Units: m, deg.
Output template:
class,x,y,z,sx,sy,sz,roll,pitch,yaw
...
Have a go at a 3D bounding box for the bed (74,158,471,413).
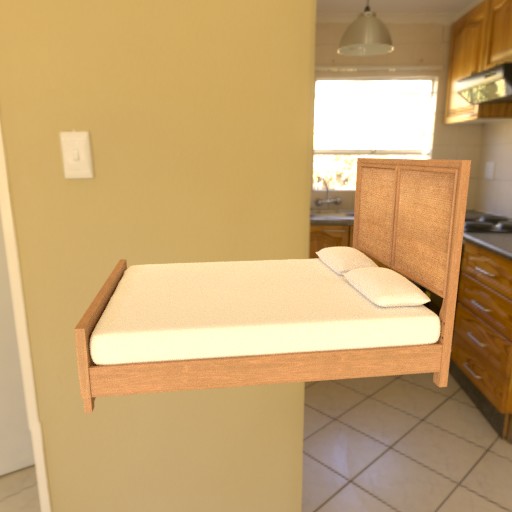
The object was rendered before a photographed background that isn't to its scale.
class,x,y,z,sx,sy,sz,roll,pitch,yaw
bed,0.000,0.000,3.242,2.184,1.387,1.606,-2,13,-8
